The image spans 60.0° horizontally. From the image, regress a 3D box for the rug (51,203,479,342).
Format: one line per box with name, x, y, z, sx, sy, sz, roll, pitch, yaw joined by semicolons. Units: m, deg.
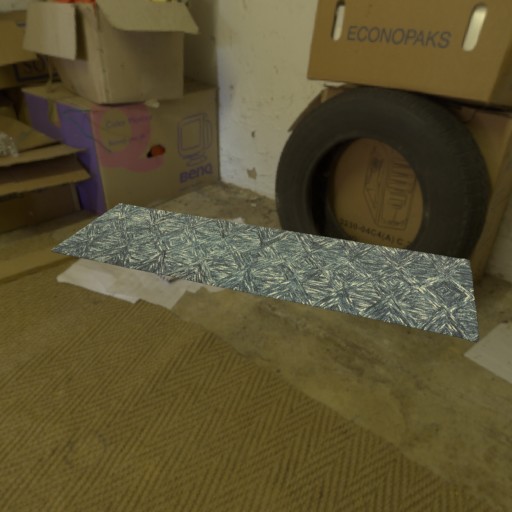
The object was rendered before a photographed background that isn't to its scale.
rug;0.000;0.000;2.531;2.306;0.013;0.719;10;33;16
